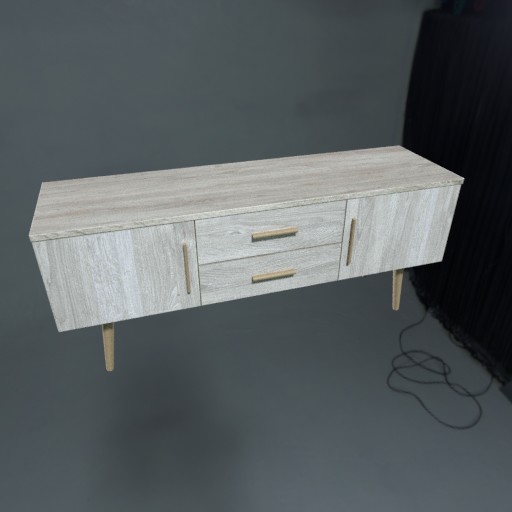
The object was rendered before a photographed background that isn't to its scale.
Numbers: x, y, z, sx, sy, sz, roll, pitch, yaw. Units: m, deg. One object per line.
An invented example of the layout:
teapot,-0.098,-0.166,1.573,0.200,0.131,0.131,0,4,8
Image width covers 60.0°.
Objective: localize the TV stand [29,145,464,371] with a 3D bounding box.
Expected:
TV stand,0.000,0.000,1.577,1.313,0.565,0.401,-9,32,-15
